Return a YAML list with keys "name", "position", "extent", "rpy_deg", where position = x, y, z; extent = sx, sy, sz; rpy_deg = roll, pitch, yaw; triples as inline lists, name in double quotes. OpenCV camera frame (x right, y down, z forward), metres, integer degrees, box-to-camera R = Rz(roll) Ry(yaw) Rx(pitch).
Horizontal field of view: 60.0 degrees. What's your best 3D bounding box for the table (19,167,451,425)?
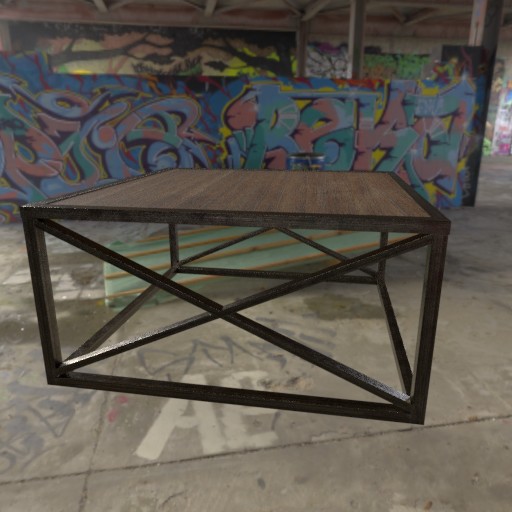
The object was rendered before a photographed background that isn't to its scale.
- name: "table"
  position: [0.000, 0.000, 1.393]
  extent: [0.899, 0.451, 0.909]
  rpy_deg: [3, 17, 10]
